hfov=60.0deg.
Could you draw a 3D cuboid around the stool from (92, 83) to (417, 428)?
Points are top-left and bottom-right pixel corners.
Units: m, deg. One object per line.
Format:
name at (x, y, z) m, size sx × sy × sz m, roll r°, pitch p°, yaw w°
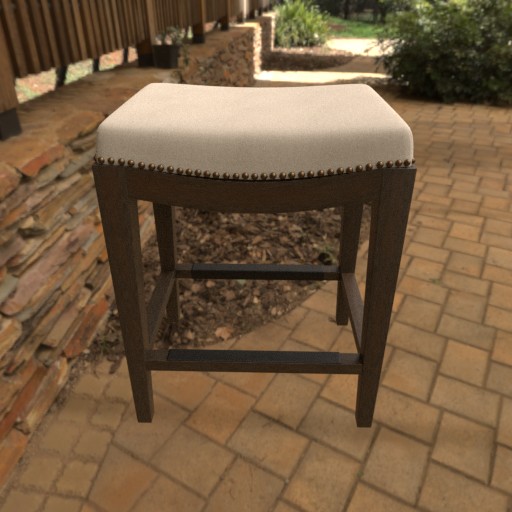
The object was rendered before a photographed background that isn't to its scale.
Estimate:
stool at (0.000, 0.000, 0.938) m, size 0.500 × 0.642 × 0.361 m, roll 1°, pitch 31°, yaw 1°
